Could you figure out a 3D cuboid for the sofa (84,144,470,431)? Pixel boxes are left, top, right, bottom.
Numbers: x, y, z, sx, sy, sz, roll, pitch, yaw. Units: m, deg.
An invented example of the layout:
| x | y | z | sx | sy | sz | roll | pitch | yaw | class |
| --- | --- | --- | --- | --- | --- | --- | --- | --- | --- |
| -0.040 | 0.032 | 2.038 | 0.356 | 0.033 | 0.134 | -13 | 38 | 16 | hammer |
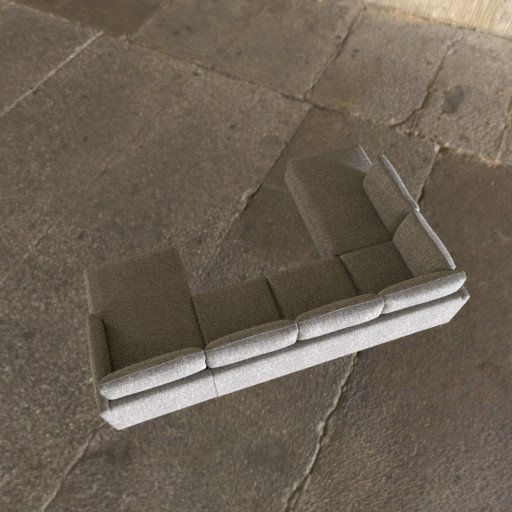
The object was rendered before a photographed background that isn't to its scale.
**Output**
| x | y | z | sx | sy | sz | roll | pitch | yaw | class |
| --- | --- | --- | --- | --- | --- | --- | --- | --- | --- |
| 0.000 | 0.000 | 3.625 | 2.737 | 0.756 | 1.879 | -15 | 59 | -10 | sofa |
